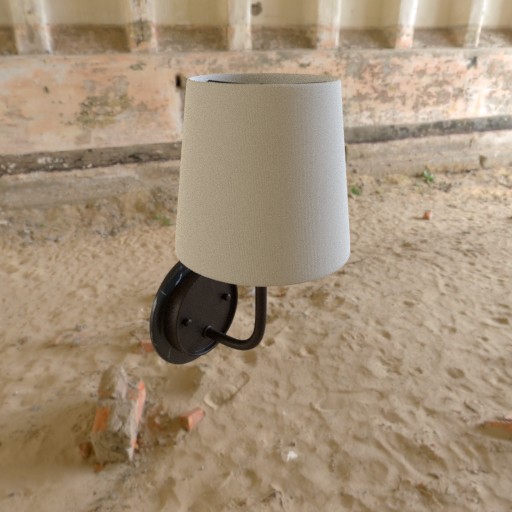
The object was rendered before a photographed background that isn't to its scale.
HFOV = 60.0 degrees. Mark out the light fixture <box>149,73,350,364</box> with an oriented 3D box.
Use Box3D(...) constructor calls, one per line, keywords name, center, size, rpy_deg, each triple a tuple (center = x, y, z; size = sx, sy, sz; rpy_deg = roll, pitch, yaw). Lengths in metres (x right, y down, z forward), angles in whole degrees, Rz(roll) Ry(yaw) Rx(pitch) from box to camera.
Box3D(name="light fixture", center=(0.000, 0.000, 0.450), size=(0.188, 0.337, 0.168), rpy_deg=(18, 31, 32))
